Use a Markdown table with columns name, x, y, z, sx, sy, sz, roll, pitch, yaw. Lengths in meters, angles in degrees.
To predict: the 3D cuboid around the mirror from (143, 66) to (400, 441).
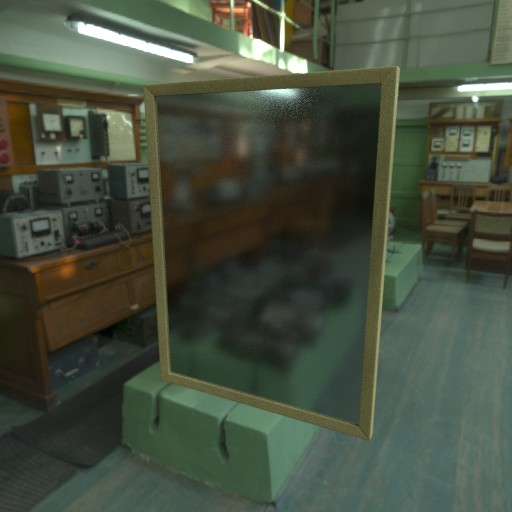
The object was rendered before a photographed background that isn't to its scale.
| name | x | y | z | sx | sy | sz | roll | pitch | yaw |
| --- | --- | --- | --- | --- | --- | --- | --- | --- | --- |
| mirror | 0.000 | 0.000 | 1.348 | 0.762 | 1.016 | 0.040 | 7 | 16 | 26 |
